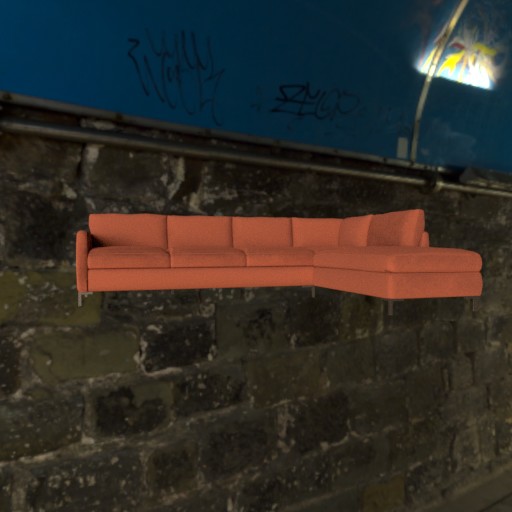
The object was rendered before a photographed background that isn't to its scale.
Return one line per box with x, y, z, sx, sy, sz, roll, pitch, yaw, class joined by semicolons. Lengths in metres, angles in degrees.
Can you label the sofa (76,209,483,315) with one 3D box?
0.000;0.000;3.540;2.736;0.757;1.879;0;1;-18;sofa
